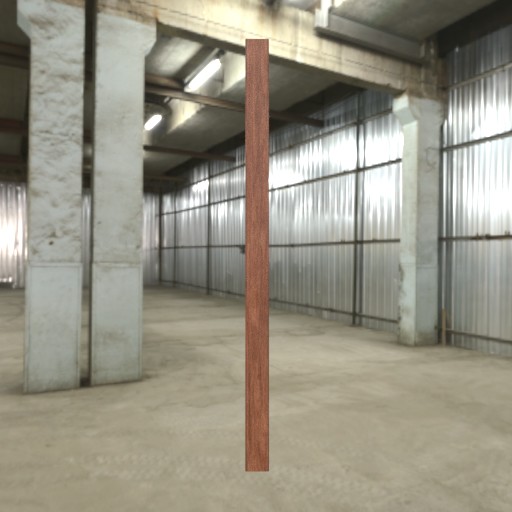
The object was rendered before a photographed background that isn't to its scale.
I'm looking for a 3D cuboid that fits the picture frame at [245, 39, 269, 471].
[{"bbox_3d":[0.000,0.000,0.748,0.025,0.457,0.559,0,0,0],"label":"picture frame"}]
